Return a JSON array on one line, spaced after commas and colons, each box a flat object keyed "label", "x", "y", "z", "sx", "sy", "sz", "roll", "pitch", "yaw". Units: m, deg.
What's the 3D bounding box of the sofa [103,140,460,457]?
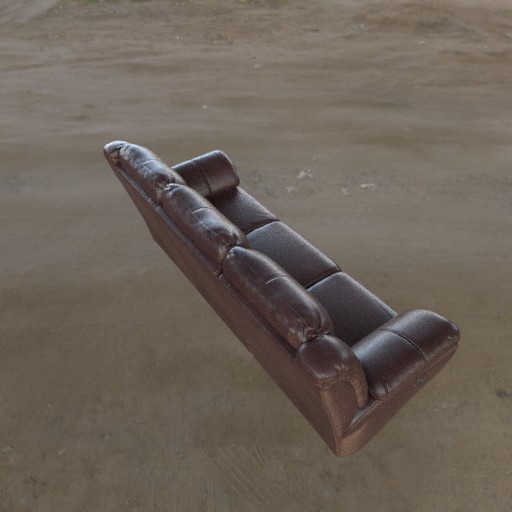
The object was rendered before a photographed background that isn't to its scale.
[{"label": "sofa", "x": 0.000, "y": 0.000, "z": 2.775, "sx": 0.991, "sy": 1.043, "sz": 2.337, "roll": -25, "pitch": 47, "yaw": -26}]
